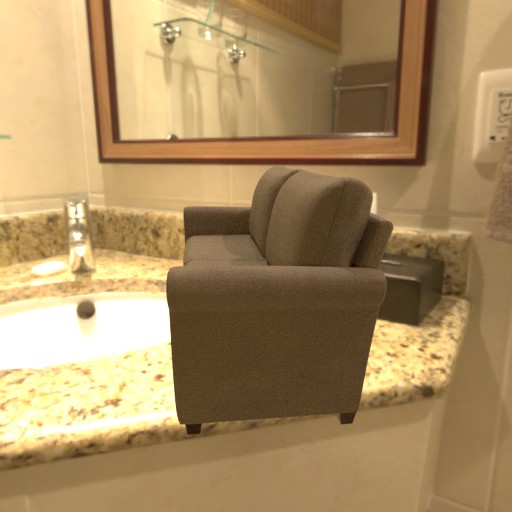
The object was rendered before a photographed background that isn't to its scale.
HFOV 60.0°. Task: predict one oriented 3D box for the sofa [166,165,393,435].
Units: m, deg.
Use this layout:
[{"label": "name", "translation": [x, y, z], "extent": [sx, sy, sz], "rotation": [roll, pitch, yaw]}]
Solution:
[{"label": "sofa", "translation": [0.000, 0.000, 2.459], "extent": [0.842, 0.942, 1.935], "rotation": [-2, 13, -7]}]
